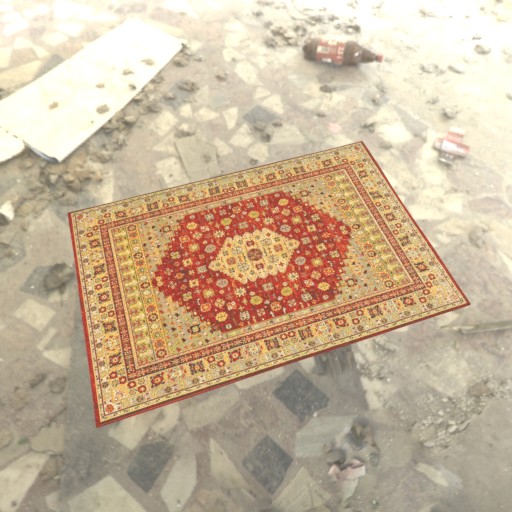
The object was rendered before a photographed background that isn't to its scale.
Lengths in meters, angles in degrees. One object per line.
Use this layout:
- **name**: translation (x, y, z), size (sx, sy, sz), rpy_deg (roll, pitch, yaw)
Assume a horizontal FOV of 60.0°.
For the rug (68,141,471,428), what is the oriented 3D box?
- **rug**: translation (0.000, 0.000, 2.302), size (1.802, 0.013, 1.194), rpy_deg (-16, 59, -10)
